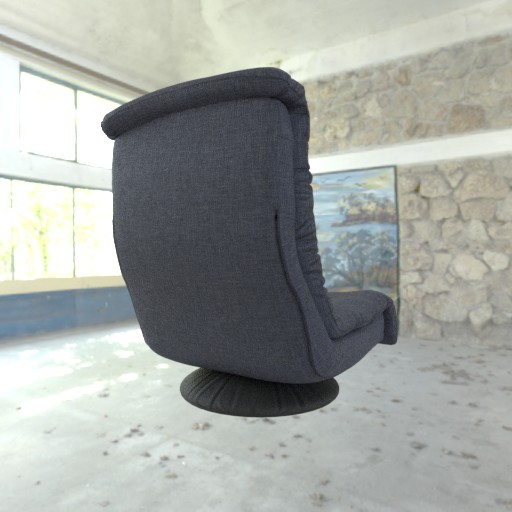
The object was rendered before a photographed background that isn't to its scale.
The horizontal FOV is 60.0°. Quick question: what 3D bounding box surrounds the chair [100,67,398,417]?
[{"bbox_3d":[0.000,0.000,1.223,0.597,0.749,0.668,0,0,35],"label":"chair"}]
